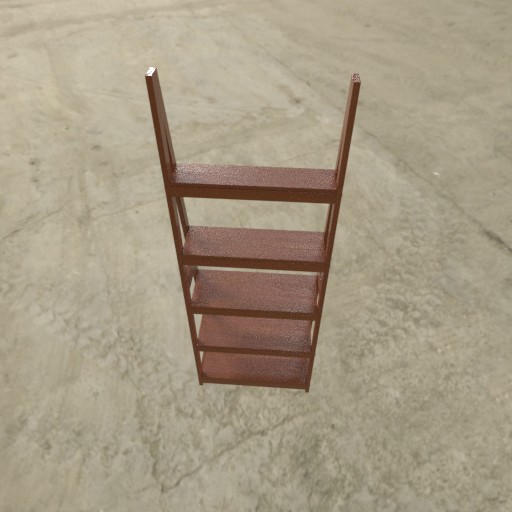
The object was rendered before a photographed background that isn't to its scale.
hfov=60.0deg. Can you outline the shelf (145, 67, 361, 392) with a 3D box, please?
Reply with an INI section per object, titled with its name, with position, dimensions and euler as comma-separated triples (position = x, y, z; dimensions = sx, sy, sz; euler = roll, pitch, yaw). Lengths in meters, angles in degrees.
[shelf]
position = 0.000, 0.000, 2.026
dimensions = 0.630, 1.780, 0.356
euler = 3, 45, 3
